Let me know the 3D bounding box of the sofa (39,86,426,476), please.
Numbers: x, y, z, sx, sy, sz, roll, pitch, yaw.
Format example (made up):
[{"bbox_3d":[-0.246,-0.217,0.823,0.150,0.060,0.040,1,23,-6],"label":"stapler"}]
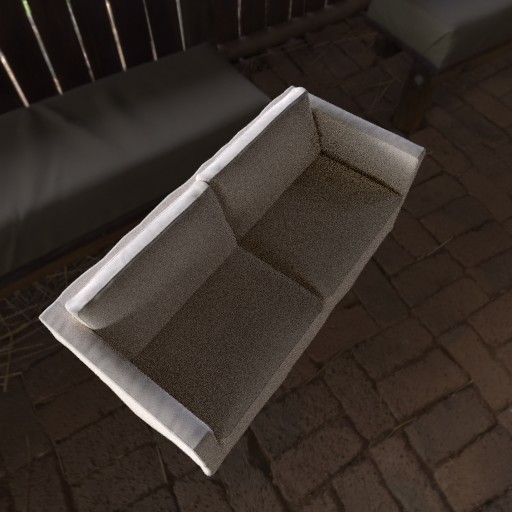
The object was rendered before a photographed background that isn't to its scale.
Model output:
[{"bbox_3d":[0.000,0.000,2.446,0.940,0.870,1.987,33,64,18],"label":"sofa"}]
